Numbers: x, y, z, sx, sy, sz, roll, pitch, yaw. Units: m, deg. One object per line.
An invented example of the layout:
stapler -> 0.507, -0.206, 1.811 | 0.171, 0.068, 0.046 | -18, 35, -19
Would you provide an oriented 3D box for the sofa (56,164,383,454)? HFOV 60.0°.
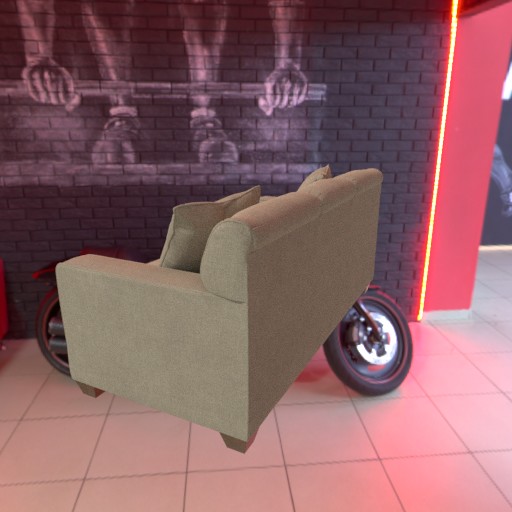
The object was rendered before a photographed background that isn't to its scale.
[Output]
sofa -> 0.000, 0.000, 2.589 | 0.997, 0.958, 2.024 | 9, 19, 26
